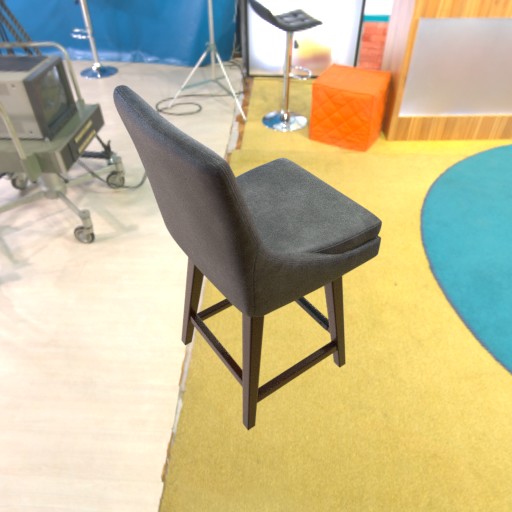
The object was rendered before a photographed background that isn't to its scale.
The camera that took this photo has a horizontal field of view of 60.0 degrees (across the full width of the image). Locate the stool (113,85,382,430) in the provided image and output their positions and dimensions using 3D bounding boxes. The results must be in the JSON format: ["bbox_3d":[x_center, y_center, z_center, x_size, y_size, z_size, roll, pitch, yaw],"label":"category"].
[{"bbox_3d":[0.000,0.000,1.389,0.587,1.046,0.492,-26,48,-26],"label":"stool"}]
